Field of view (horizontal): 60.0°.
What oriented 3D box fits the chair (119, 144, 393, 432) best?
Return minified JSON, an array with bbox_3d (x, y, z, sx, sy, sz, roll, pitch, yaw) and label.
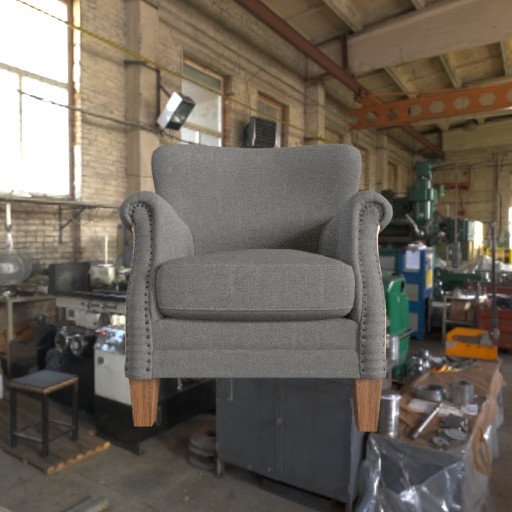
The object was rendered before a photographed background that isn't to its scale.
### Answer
[{"bbox_3d":[0.000,0.000,1.598,0.861,0.936,0.921,0,2,0],"label":"chair"}]
